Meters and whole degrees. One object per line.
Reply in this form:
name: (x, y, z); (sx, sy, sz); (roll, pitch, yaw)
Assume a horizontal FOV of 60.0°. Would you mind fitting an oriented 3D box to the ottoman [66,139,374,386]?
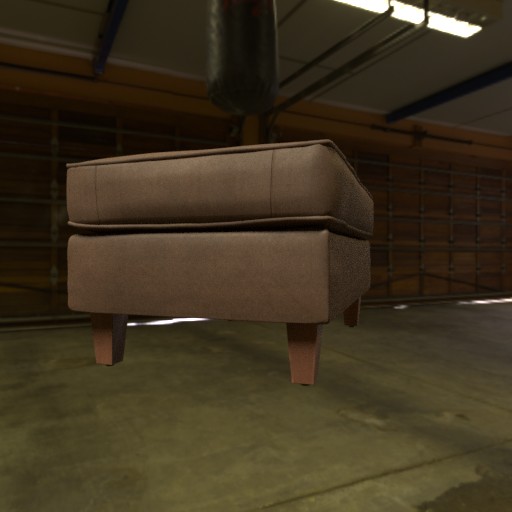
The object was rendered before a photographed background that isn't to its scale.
ottoman: (0.000, 0.000, 1.236); (0.596, 0.481, 0.860); (0, 0, 19)
